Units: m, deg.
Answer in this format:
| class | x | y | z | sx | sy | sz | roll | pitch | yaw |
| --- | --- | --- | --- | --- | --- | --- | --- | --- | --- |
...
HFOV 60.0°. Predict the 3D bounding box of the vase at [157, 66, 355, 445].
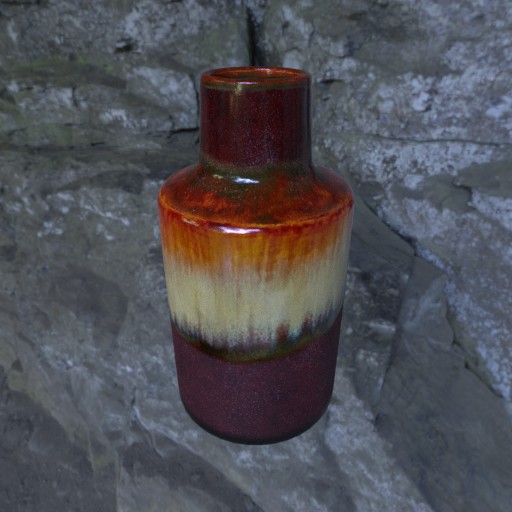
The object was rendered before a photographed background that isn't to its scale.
| class | x | y | z | sx | sy | sz | roll | pitch | yaw |
| --- | --- | --- | --- | --- | --- | --- | --- | --- | --- |
| vase | 0.000 | 0.000 | 0.264 | 0.108 | 0.204 | 0.108 | 0 | 29 | 0 |
